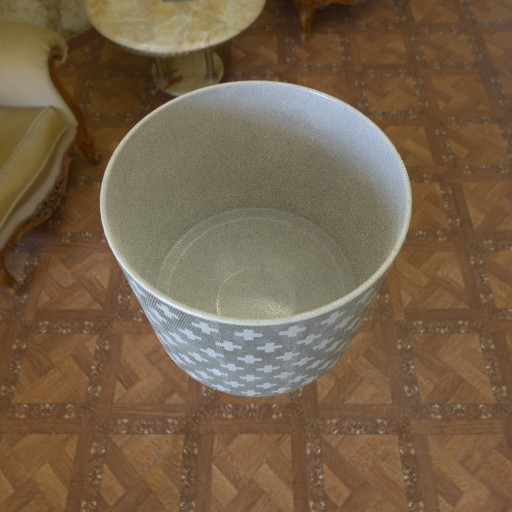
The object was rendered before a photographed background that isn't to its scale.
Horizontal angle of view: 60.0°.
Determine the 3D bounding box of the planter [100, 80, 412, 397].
[{"bbox_3d":[0.000,0.000,0.351,0.190,0.181,0.190,0,59,0],"label":"planter"}]
